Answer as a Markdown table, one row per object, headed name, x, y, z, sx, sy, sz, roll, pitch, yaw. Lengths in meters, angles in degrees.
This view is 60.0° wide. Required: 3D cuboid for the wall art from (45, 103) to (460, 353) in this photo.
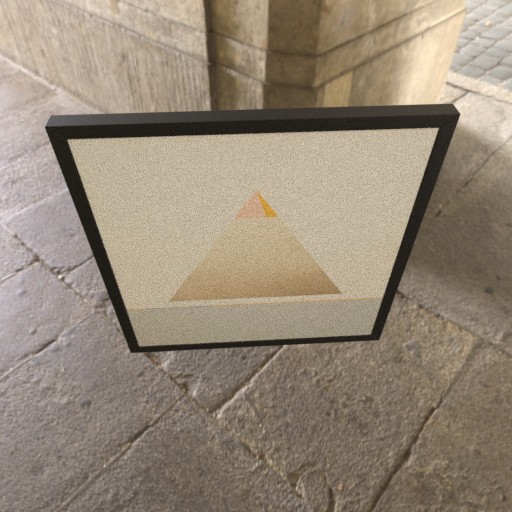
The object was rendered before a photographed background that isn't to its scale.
| name | x | y | z | sx | sy | sz | roll | pitch | yaw |
| --- | --- | --- | --- | --- | --- | --- | --- | --- | --- |
| wall art | 0.000 | 0.000 | 1.108 | 0.769 | 0.766 | 0.042 | -2 | 46 | -2 |
